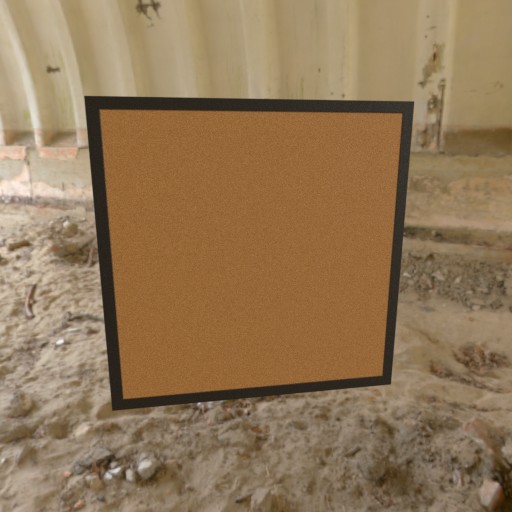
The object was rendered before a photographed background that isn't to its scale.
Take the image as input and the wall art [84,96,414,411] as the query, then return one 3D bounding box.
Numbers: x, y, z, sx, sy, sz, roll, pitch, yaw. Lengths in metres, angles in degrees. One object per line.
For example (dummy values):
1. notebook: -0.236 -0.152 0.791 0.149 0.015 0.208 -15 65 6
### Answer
1. wall art: 0.000 0.000 0.457 0.304 0.304 0.038 -2 14 -9
